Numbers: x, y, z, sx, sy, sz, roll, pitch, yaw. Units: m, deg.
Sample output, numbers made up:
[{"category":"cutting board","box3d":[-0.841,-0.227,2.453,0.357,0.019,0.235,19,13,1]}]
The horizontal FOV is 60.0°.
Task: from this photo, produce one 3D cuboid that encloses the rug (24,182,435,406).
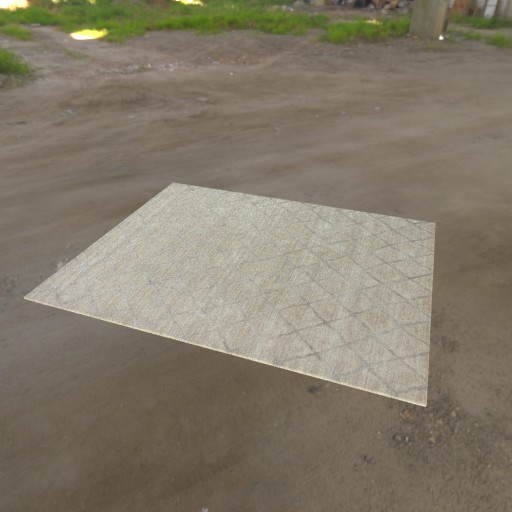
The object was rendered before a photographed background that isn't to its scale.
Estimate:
[{"category":"rug","box3d":[0.000,0.000,4.032,3.038,0.019,2.420,11,34,17]}]
